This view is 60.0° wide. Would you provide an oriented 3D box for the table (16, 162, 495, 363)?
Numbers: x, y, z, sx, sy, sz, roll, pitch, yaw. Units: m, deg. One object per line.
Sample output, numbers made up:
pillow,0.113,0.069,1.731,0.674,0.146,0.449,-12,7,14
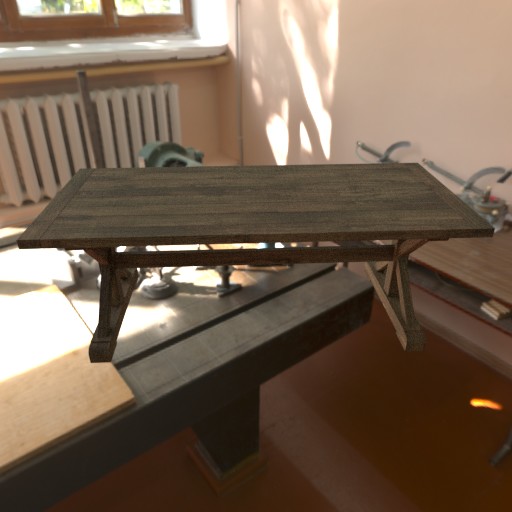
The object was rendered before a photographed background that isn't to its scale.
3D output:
table,0.000,0.000,2.450,2.031,0.733,0.907,-2,30,-3
